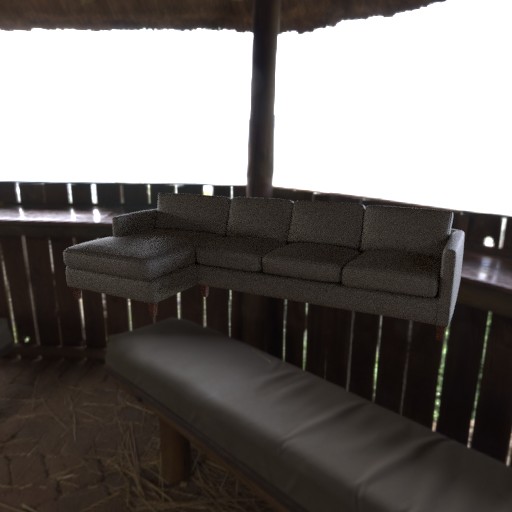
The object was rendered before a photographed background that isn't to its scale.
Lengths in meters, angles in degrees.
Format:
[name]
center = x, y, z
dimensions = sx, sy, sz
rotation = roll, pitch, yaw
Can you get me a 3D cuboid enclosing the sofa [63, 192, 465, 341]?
[sofa]
center = 0.000, 0.000, 3.856
dimensions = 3.201, 0.876, 1.502
rotation = 7, 16, 27
